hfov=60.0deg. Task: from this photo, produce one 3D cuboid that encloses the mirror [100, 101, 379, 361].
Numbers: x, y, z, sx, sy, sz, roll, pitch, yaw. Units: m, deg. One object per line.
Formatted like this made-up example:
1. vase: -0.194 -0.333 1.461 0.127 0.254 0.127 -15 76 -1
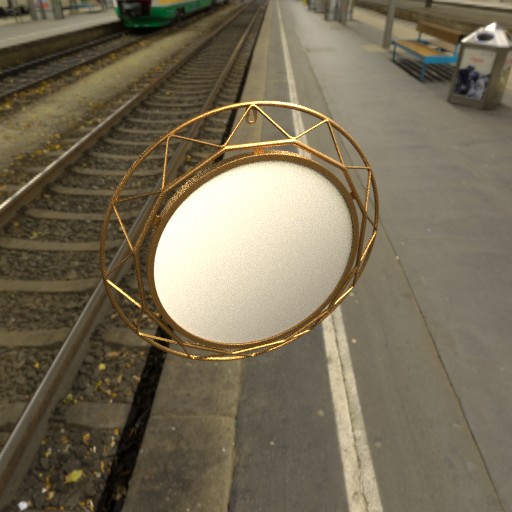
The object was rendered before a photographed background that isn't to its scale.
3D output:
1. mirror: 0.000 0.000 0.684 0.454 0.454 0.043 -10 33 -16
